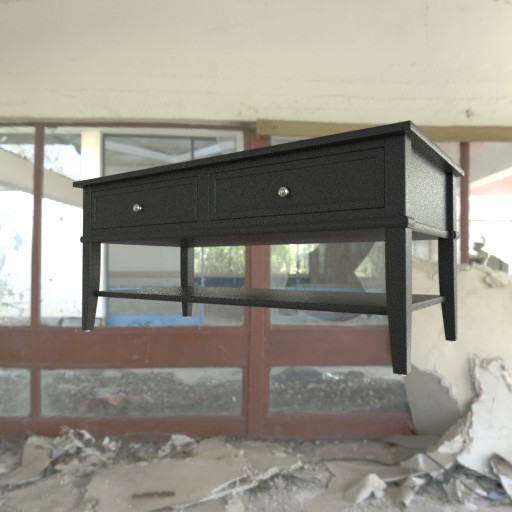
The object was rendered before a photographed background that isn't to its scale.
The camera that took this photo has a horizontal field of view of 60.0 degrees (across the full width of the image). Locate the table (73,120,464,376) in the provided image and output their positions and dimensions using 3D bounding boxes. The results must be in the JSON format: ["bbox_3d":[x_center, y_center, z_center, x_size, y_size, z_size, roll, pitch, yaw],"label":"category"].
[{"bbox_3d":[0.000,0.000,1.307,1.044,0.470,0.523,-1,-1,35],"label":"table"}]
